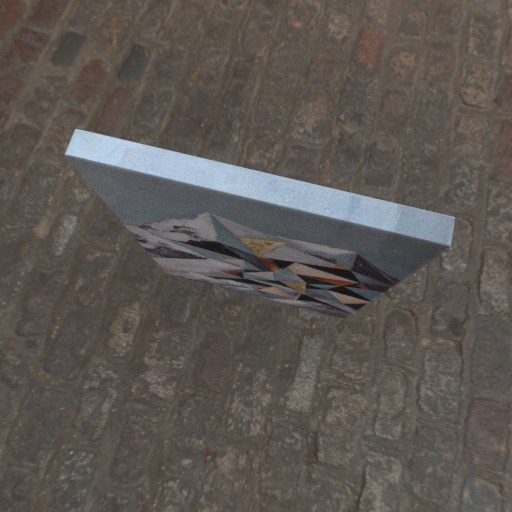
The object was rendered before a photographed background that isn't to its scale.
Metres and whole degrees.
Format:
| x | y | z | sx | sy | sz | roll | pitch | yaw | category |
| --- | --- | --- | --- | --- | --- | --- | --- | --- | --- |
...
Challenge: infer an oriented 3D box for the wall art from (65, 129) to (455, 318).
| x | y | z | sx | sy | sz | roll | pitch | yaw | category |
| --- | --- | --- | --- | --- | --- | --- | --- | --- | --- |
| 0.000 | 0.000 | 0.801 | 0.455 | 0.613 | 0.037 | 14 | 75 | 4 | wall art |
